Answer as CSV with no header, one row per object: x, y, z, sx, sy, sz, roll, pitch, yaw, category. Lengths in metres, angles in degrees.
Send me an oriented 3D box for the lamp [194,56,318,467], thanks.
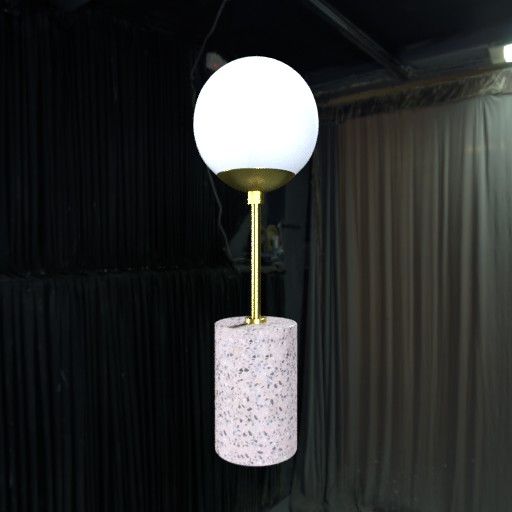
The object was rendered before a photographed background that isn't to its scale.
0.000,0.000,0.553,0.153,0.480,0.153,0,1,0,lamp
